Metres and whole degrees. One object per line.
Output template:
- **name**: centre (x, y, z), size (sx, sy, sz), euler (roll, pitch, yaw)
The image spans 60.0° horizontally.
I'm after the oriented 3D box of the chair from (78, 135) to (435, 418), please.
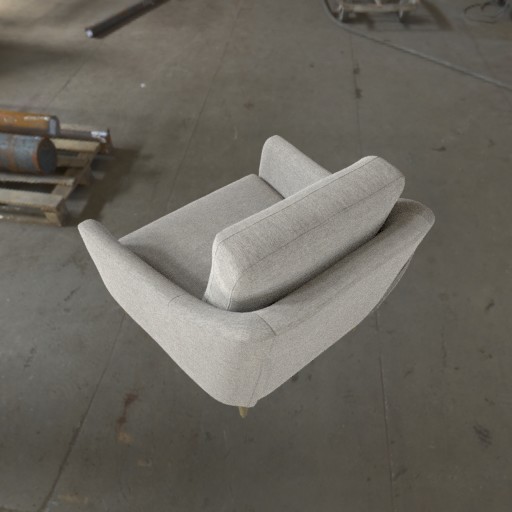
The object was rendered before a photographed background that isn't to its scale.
- **chair**: centre (0.000, 0.000, 1.714), size (0.986, 0.902, 0.961), euler (-31, 54, -26)
